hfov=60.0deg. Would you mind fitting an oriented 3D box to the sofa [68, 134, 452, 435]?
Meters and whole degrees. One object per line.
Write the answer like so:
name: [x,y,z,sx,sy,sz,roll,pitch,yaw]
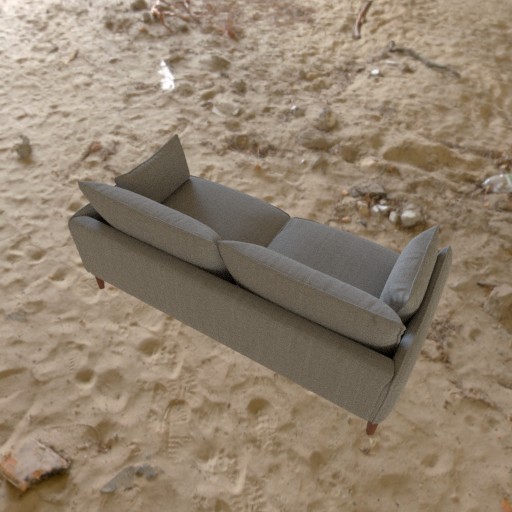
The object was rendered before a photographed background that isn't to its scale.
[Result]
sofa: [0.000,0.000,2.546,1.989,0.851,0.972,23,51,21]
